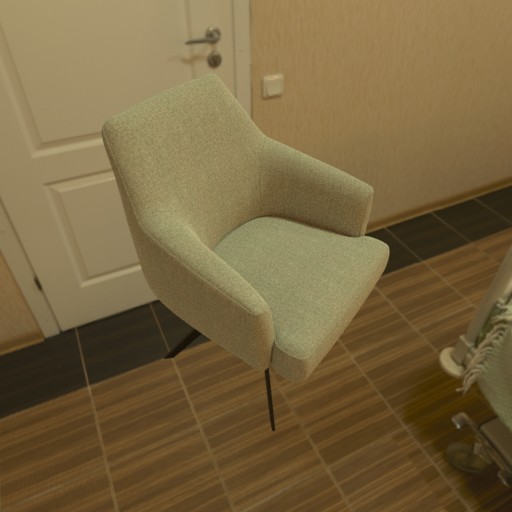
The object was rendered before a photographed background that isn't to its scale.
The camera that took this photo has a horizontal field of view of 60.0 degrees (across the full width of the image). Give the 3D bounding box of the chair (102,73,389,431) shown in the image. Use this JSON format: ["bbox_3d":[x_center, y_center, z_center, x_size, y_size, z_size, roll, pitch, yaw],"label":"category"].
[{"bbox_3d":[0.000,0.000,1.361,0.677,0.874,0.642,25,47,26],"label":"chair"}]
